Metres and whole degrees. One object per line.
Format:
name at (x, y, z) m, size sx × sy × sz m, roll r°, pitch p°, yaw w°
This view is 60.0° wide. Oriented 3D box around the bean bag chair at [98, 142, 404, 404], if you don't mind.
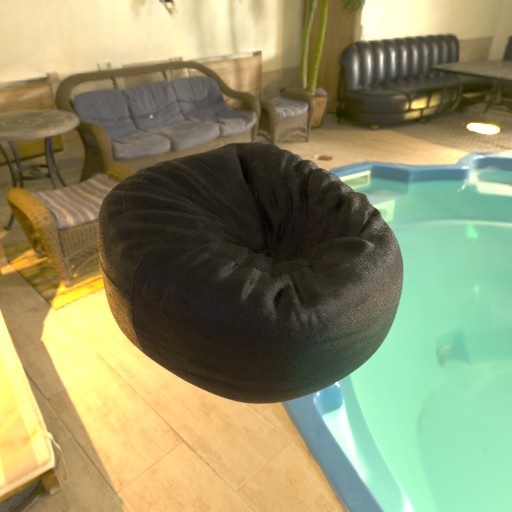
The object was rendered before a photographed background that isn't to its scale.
bean bag chair at (0.000, 0.000, 2.393) m, size 1.524 × 0.878 × 1.524 m, roll -22°, pitch 37°, yaw -33°
